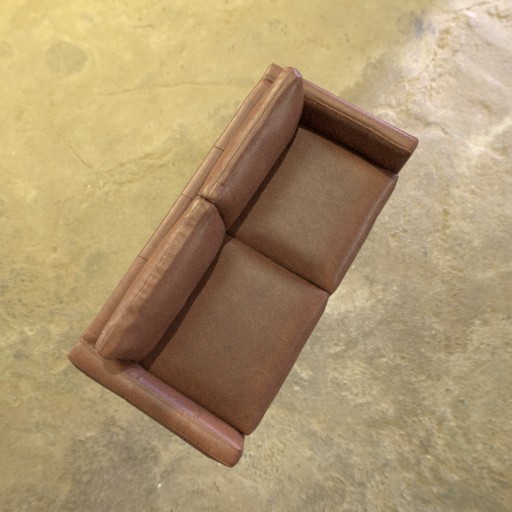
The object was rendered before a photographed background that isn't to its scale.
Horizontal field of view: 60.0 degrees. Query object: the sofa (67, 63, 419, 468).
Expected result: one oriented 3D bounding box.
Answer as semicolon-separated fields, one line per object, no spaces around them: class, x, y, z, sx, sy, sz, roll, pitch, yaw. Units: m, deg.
sofa;0.000;0.000;2.281;0.899;0.883;1.797;30;77;7
